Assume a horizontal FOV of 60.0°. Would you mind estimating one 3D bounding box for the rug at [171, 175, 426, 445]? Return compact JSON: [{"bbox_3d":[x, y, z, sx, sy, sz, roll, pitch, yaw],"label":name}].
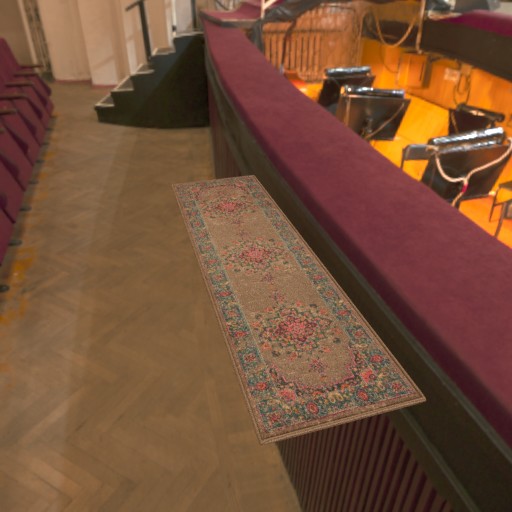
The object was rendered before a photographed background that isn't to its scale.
[{"bbox_3d":[0.000,0.000,2.512,0.659,0.019,2.297,-9,34,-14],"label":"rug"}]
